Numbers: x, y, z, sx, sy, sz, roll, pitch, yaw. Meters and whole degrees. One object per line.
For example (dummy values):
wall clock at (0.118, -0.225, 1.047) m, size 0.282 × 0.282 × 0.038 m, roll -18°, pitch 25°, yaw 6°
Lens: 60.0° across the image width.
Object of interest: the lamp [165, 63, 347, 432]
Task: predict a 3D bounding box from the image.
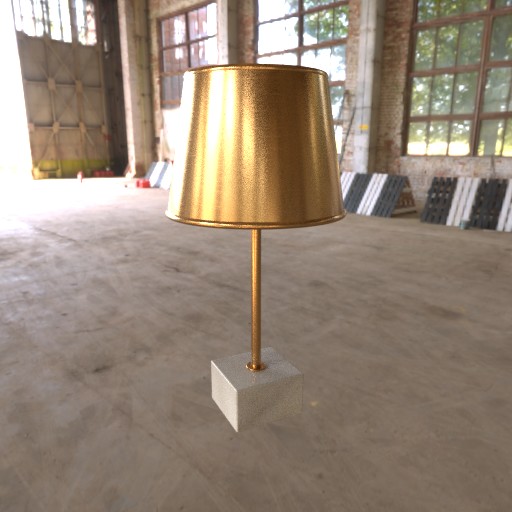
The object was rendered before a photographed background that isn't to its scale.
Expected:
lamp at (0.000, 0.000, 0.534) m, size 0.208 × 0.406 × 0.208 m, roll 0°, pitch 14°, yaw 0°
